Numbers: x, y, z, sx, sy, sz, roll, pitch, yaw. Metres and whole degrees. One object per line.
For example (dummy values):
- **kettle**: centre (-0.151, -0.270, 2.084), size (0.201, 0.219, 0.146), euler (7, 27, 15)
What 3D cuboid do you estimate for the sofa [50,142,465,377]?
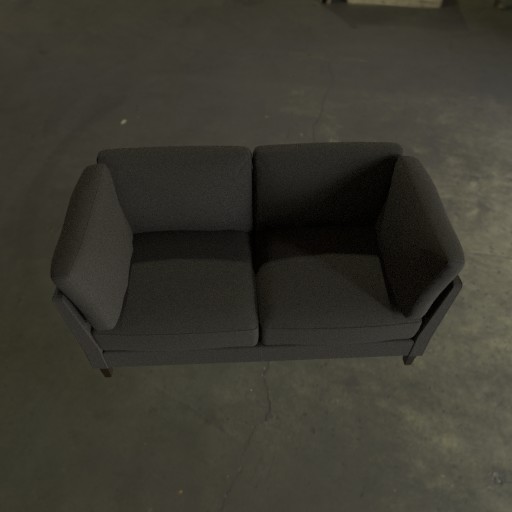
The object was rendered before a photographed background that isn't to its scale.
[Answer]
- **sofa**: centre (0.000, 0.000, 2.343), size (1.751, 0.920, 0.969), euler (-2, 46, -2)
